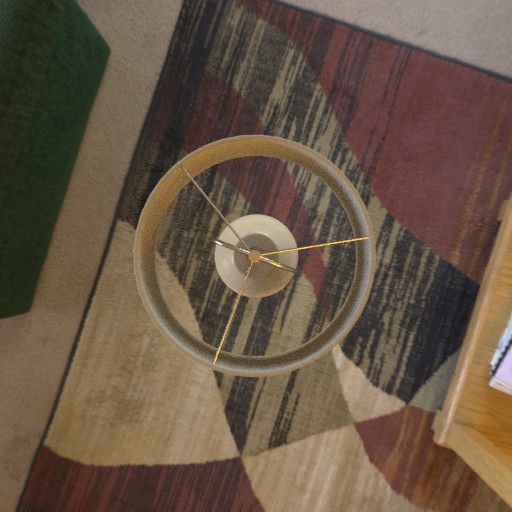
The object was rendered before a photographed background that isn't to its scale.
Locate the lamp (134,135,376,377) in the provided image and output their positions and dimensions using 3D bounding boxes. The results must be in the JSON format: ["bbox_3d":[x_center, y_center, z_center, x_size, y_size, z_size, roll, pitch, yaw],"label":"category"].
[{"bbox_3d":[0.000,0.000,0.653,0.285,0.483,0.285,0,90,0],"label":"lamp"}]
